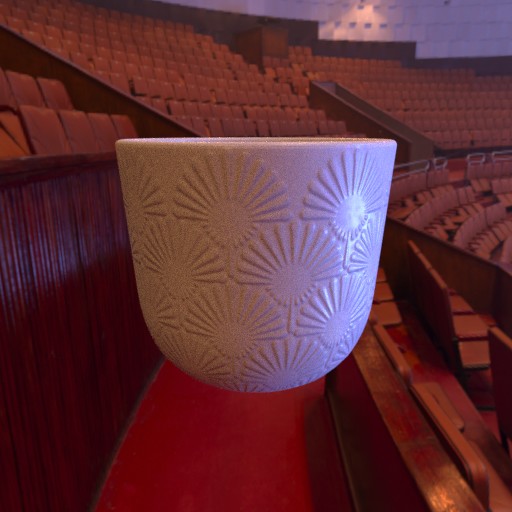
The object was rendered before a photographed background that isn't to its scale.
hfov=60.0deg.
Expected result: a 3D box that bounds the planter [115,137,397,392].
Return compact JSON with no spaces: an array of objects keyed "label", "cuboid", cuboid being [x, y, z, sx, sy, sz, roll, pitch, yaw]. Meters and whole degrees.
[{"label":"planter","cuboid":[0.000,0.000,0.299,0.170,0.152,0.170,0,16,0]}]
